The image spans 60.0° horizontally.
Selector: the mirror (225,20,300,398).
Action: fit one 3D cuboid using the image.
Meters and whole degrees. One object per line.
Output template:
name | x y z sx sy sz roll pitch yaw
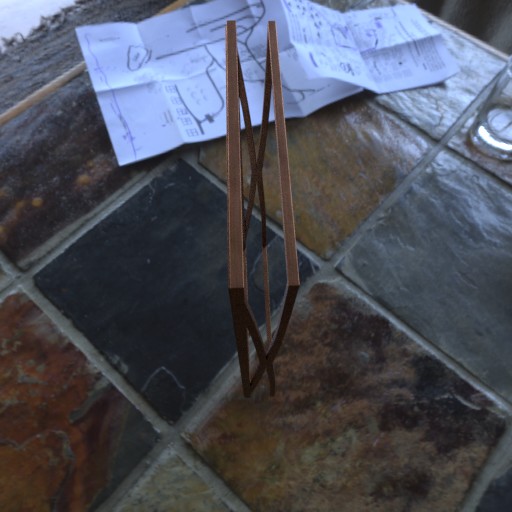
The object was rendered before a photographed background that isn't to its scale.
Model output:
mirror | 0.000 0.000 0.953 0.082 0.768 0.468 -2 63 -1
